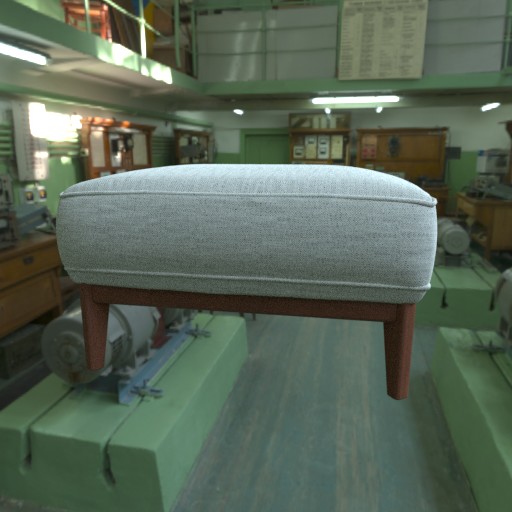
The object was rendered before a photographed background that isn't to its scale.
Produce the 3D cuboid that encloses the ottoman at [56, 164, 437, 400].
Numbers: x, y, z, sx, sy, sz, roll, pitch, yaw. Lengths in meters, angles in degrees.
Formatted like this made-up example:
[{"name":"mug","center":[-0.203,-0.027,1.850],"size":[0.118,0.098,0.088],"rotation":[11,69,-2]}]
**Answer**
[{"name":"ottoman","center":[0.000,0.000,1.158],"size":[0.794,0.465,0.594],"rotation":[2,14,10]}]
